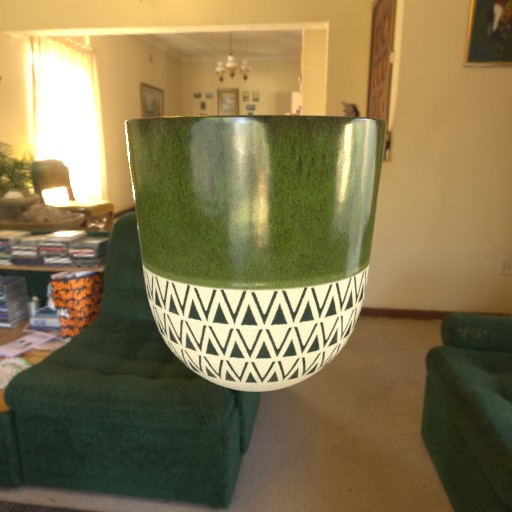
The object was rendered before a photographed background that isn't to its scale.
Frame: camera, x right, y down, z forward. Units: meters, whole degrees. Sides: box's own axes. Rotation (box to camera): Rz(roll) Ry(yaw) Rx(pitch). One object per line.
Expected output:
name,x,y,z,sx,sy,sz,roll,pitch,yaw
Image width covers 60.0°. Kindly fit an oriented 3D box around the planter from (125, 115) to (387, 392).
planter,0.000,0.000,0.465,0.245,0.270,0.245,0,15,0
